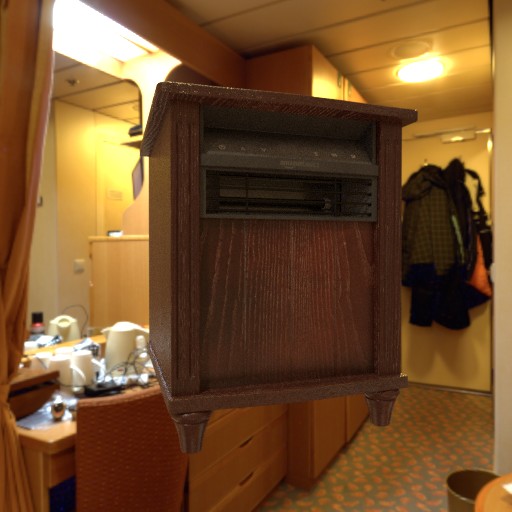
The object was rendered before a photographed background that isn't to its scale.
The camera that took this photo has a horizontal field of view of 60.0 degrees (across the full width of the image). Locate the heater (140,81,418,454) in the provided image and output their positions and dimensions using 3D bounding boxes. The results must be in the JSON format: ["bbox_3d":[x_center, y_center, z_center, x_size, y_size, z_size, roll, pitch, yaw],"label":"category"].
[{"bbox_3d":[0.000,0.000,0.751,0.362,0.481,0.400,0,1,-18],"label":"heater"}]
